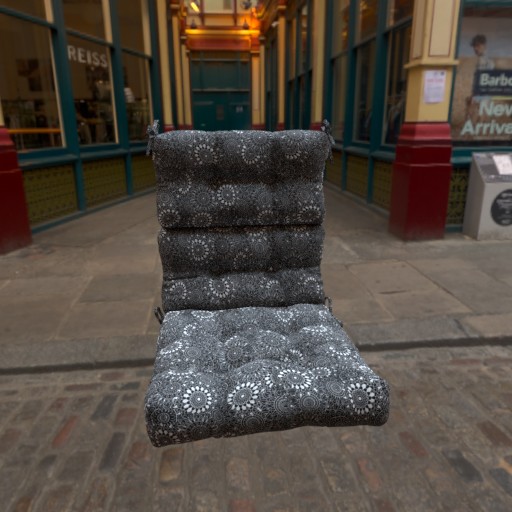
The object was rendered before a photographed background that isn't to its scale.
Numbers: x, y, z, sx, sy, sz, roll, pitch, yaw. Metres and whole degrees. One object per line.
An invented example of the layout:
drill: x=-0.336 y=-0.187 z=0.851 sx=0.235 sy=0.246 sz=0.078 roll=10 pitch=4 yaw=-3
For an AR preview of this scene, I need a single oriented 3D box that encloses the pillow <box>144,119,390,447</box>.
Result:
pillow: x=0.000 y=0.000 z=1.027 sx=0.519 sy=0.605 sz=0.571 roll=-2 pitch=17 yaw=-7
